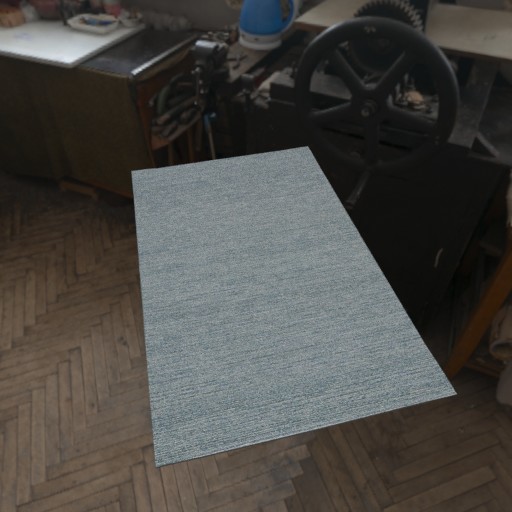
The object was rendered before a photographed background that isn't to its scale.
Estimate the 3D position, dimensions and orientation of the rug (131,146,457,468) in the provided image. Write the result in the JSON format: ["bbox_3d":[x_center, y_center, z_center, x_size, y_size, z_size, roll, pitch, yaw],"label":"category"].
[{"bbox_3d":[0.000,0.000,2.265,1.174,0.022,1.853,-10,46,-9],"label":"rug"}]
